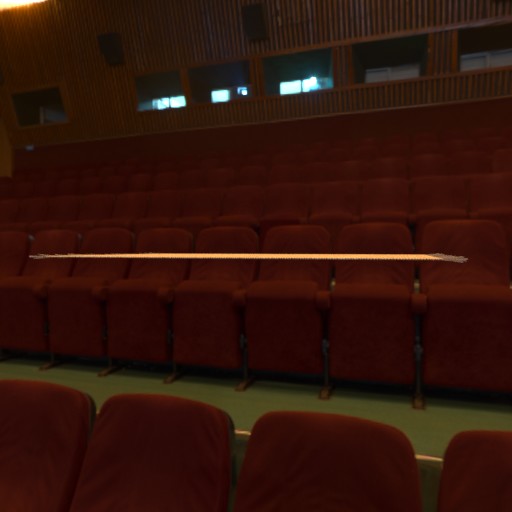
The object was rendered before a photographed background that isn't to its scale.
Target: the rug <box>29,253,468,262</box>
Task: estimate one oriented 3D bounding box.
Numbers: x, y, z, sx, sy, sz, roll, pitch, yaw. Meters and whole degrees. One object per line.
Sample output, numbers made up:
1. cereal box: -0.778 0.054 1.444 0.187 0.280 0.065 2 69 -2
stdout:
1. rug: 0.000 0.000 2.488 2.021 0.027 1.224 0 1 18
